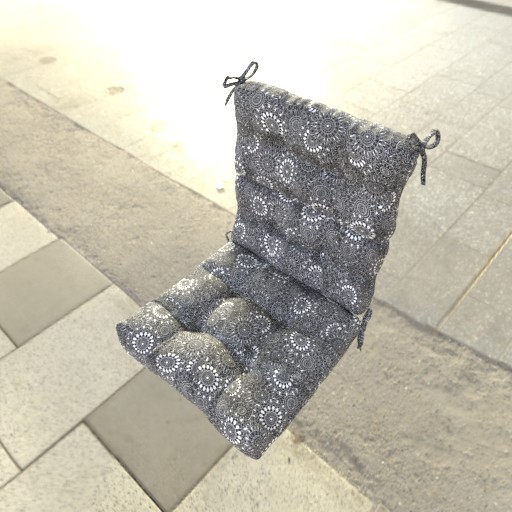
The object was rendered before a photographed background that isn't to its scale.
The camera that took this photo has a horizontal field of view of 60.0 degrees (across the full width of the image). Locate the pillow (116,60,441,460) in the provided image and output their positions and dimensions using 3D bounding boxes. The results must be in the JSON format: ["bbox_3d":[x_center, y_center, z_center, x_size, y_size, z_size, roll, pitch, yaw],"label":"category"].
[{"bbox_3d":[0.000,0.000,1.013,0.519,0.605,0.571,31,53,27],"label":"pillow"}]
